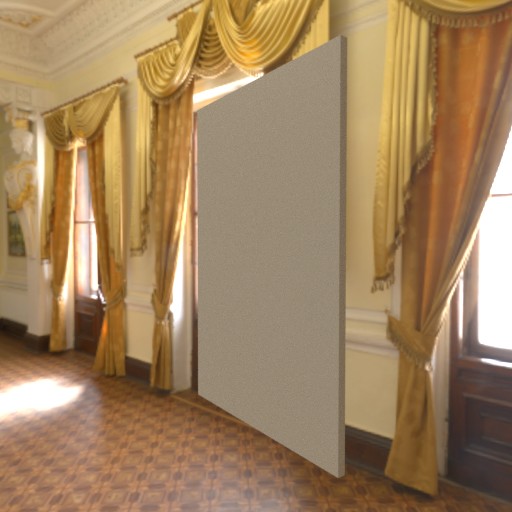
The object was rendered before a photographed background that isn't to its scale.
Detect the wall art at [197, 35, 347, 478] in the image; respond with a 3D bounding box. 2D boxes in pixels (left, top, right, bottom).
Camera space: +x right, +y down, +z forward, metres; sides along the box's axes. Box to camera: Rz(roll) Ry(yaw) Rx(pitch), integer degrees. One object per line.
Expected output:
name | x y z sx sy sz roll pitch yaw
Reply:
wall art | 0.000 0.000 0.610 0.010 0.474 0.325 -1 2 -35
